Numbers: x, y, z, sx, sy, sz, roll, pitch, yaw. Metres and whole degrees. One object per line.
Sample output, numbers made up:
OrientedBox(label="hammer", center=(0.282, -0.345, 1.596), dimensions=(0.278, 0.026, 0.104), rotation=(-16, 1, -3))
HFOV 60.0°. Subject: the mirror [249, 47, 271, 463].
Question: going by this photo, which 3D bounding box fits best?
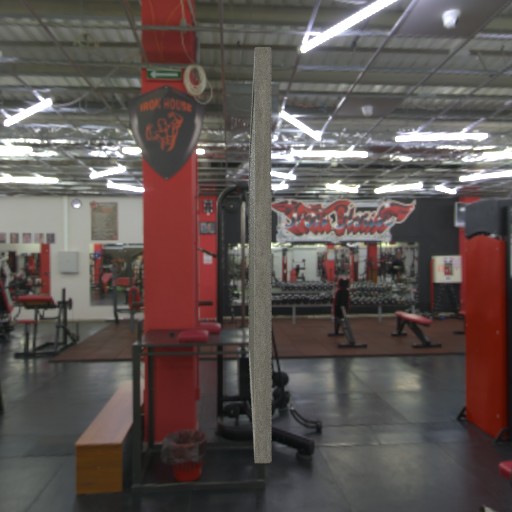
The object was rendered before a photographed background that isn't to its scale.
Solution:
OrientedBox(label="mirror", center=(0.000, 0.000, 1.150), dimensions=(0.028, 0.689, 0.839), rotation=(0, 0, -2))
